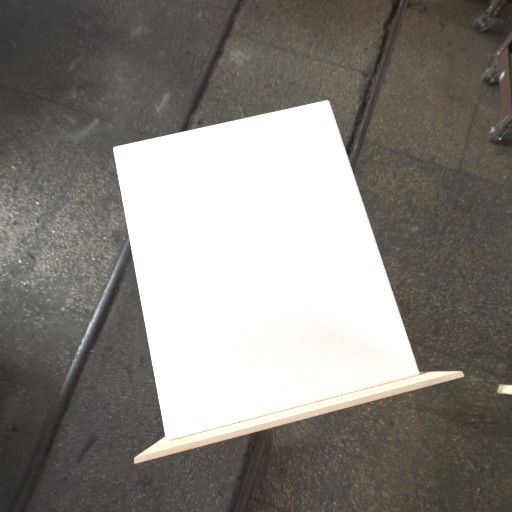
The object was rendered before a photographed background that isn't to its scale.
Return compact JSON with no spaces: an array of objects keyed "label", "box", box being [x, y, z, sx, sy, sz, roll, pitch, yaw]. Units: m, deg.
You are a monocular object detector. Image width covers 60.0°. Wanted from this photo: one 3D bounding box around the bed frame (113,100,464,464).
[{"label":"bed frame","box":[0.000,0.000,3.027,1.800,0.900,2.080,-13,75,-4]}]
